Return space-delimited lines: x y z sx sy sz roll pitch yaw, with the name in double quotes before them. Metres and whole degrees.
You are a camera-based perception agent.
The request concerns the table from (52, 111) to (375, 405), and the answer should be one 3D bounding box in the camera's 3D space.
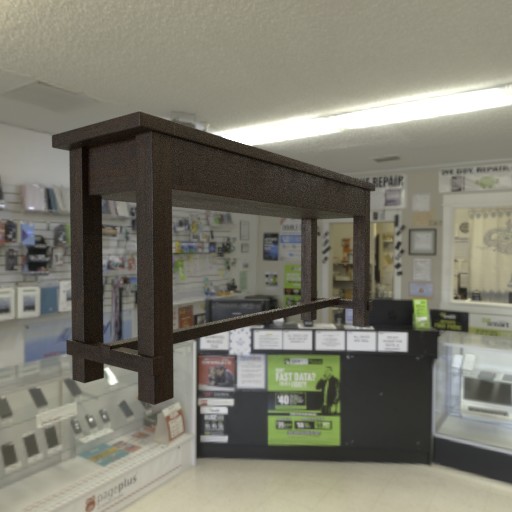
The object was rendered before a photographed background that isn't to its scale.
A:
"table" 0.000 0.000 1.895 0.442 0.762 1.599 1 1 36
